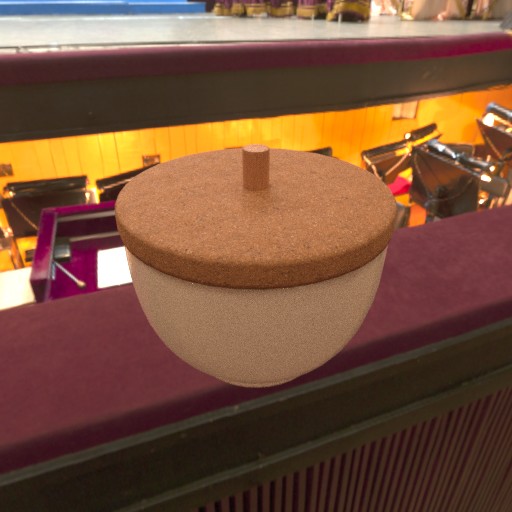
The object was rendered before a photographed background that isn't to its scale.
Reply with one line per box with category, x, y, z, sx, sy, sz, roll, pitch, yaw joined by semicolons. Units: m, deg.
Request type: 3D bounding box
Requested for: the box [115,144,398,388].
box;0.000;0.000;0.189;0.107;0.094;0.107;0;31;0
